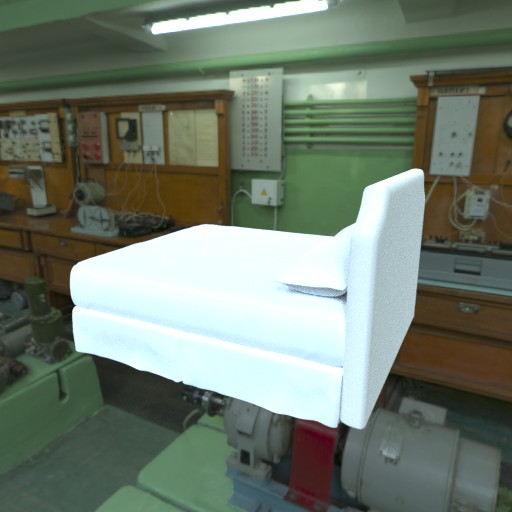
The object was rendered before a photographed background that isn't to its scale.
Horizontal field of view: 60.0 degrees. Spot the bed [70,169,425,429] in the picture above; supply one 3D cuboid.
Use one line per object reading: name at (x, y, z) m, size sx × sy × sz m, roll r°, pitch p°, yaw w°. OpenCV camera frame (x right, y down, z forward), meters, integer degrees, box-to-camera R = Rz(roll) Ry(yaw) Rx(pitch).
bed at (0.000, 0.000, 3.983) m, size 2.548 × 1.524 × 2.134 m, roll 7°, pitch 17°, yaw 26°
